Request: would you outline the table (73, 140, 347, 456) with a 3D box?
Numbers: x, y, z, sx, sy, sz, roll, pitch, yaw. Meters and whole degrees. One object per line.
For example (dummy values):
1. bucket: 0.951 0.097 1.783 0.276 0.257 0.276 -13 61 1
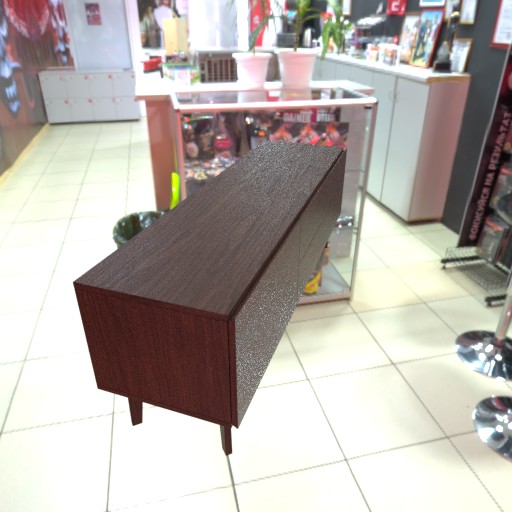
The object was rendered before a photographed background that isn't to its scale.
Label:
1. table: 0.000 0.000 1.664 0.405 0.508 1.397 10 30 17
